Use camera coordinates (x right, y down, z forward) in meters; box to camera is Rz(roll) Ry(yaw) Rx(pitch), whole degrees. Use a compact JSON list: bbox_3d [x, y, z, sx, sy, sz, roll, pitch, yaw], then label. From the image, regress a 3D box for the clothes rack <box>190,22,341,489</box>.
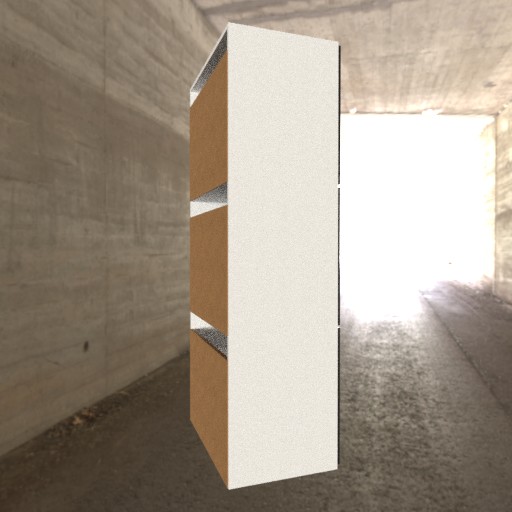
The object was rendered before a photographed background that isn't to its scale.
[{"bbox_3d":[0.000,0.000,1.416,0.330,1.187,0.500,0,1,-20],"label":"clothes rack"}]
